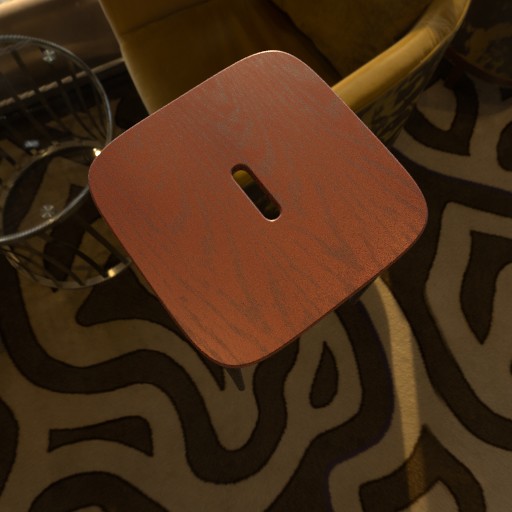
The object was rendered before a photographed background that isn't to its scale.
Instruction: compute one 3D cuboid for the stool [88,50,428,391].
[{"bbox_3d":[0.000,0.000,0.869,0.376,0.610,0.376,-36,77,-9],"label":"stool"}]
